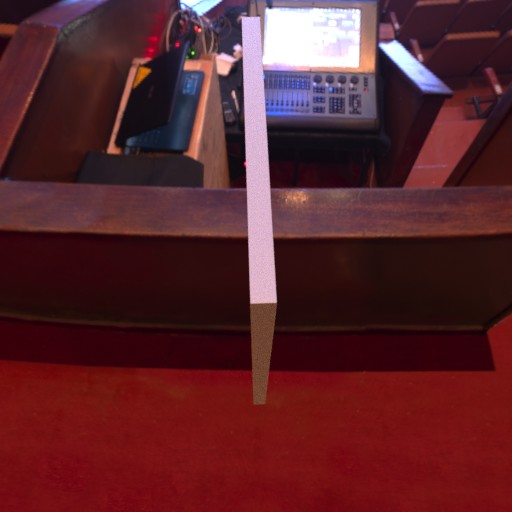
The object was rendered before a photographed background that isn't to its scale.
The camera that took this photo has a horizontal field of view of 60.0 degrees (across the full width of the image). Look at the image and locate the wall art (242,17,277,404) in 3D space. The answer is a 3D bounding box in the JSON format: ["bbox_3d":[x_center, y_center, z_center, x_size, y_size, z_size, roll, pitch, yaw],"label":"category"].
[{"bbox_3d":[0.000,0.000,1.157,0.037,0.916,0.610,-2,63,-1],"label":"wall art"}]
